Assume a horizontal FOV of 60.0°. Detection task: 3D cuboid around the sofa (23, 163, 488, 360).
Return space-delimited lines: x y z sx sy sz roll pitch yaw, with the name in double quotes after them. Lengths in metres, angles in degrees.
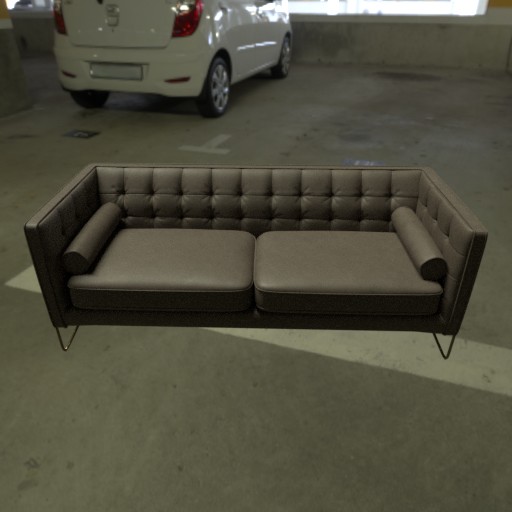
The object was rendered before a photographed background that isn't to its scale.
0.000 0.000 2.491 2.087 0.789 0.867 1 31 2 "sofa"
